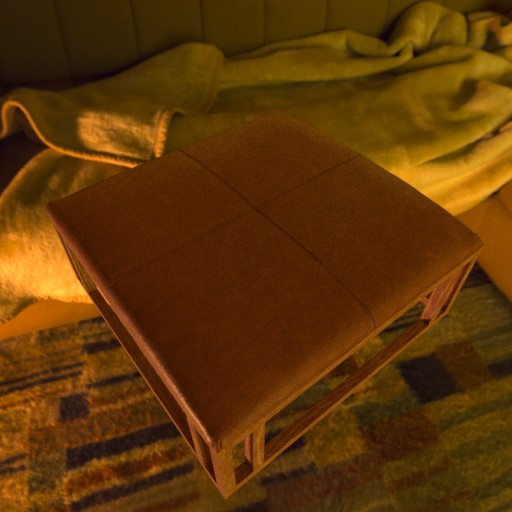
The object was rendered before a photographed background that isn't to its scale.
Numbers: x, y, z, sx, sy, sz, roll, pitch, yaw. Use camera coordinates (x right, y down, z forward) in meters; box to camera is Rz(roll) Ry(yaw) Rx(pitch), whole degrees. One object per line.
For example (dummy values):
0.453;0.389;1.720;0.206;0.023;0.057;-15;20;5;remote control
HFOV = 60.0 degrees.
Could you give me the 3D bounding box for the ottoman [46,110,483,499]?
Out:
0.000;0.000;1.534;1.016;0.442;1.013;-30;54;-25;ottoman
